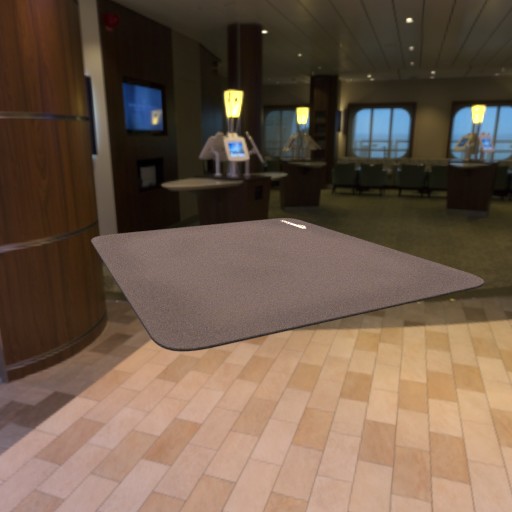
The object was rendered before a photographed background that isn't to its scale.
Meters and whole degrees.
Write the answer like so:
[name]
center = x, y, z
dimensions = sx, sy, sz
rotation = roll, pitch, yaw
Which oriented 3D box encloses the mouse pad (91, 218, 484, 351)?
[mouse pad]
center = 0.000, 0.000, 0.428
dimensions = 0.269, 0.002, 0.315
rotation = -8, 17, -26
